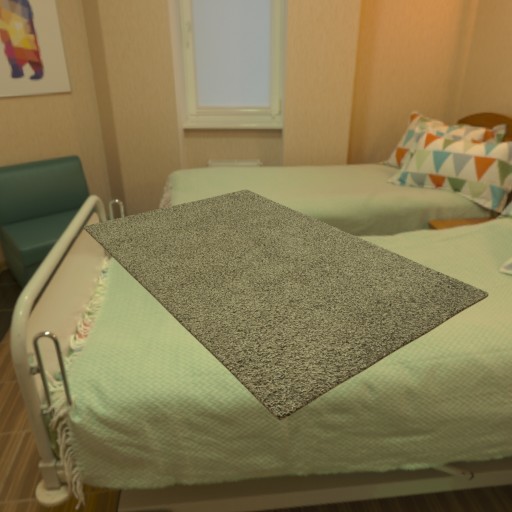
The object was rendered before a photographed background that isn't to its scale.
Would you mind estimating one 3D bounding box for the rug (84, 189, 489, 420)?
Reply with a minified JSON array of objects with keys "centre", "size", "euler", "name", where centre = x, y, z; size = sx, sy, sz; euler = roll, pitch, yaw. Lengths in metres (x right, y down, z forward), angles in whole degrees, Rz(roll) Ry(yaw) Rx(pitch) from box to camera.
[{"centre":[0.000,0.000,3.411],"size":[1.778,0.030,2.743],"euler":[-18,32,-32],"name":"rug"}]
